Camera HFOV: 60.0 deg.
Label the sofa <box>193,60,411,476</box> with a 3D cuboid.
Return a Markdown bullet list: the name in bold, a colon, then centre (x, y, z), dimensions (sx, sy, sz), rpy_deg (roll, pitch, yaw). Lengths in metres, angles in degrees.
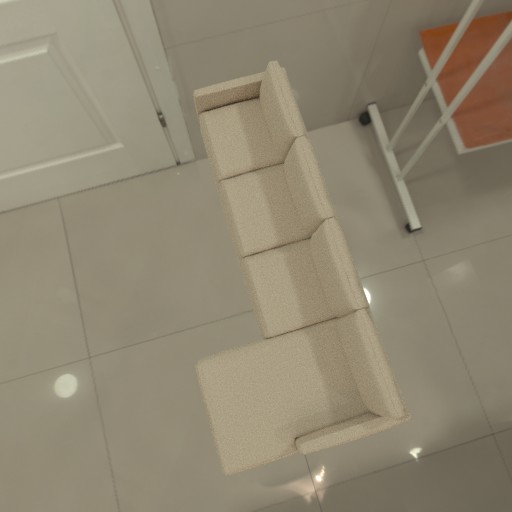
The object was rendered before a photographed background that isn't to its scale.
- **sofa**: centre (0.000, 0.000, 3.225), dimensions (1.258, 0.755, 2.731), rpy_deg (-16, 76, -4)
